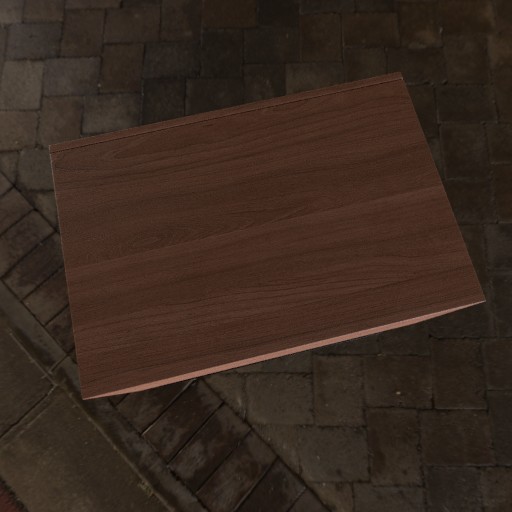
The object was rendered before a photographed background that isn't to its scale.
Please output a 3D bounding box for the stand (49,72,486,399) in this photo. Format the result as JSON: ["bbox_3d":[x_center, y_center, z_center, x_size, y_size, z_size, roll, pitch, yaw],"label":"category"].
[{"bbox_3d":[0.000,0.000,0.932,0.600,0.500,0.420,-13,76,-3],"label":"stand"}]
